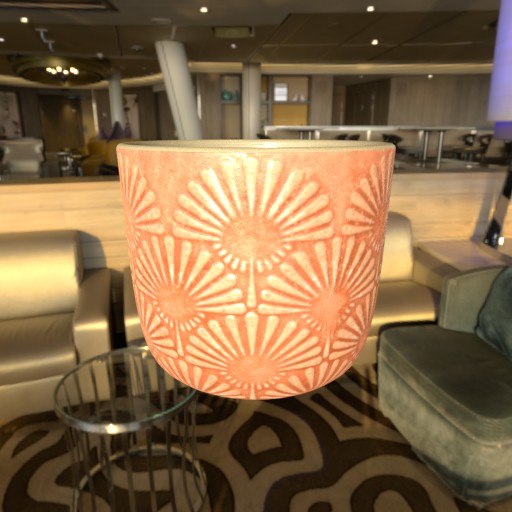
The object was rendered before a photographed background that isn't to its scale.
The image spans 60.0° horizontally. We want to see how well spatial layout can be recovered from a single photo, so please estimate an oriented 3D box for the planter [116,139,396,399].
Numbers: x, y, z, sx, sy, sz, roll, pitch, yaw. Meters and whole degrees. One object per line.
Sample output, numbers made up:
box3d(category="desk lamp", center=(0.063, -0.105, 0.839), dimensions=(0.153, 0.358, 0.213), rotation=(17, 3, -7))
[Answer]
box3d(category="planter", center=(0.000, 0.000, 0.220), dimensions=(0.124, 0.109, 0.124), rotation=(0, 16, 0))
